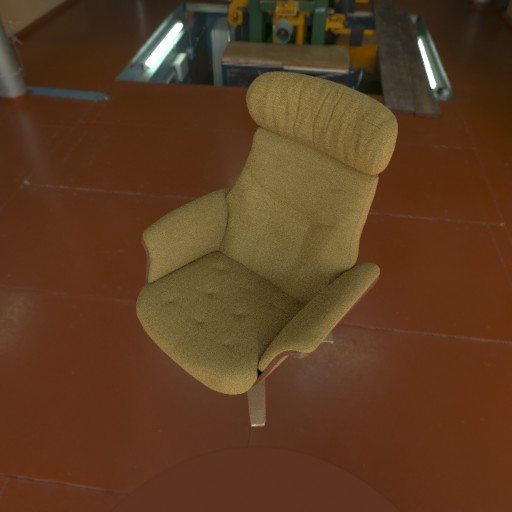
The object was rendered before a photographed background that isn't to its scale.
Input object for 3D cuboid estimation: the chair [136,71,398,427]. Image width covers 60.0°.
[{"bbox_3d":[0.000,0.000,1.556,0.785,0.995,0.837,32,53,28],"label":"chair"}]
